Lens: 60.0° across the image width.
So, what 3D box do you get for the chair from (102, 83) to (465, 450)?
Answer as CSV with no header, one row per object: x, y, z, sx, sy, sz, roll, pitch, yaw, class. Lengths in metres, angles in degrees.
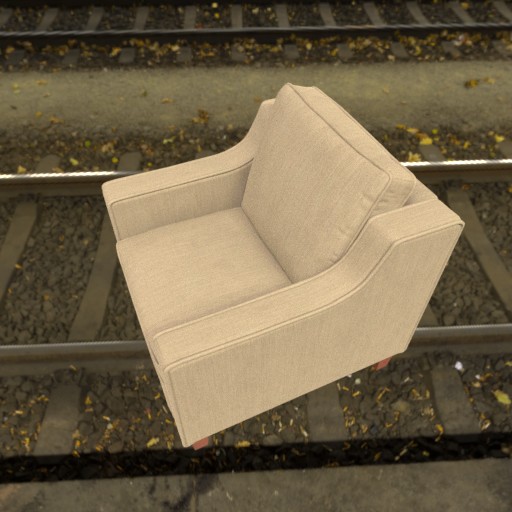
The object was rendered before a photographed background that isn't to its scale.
0.000,0.000,1.598,0.909,0.960,0.831,-18,49,-16,chair
